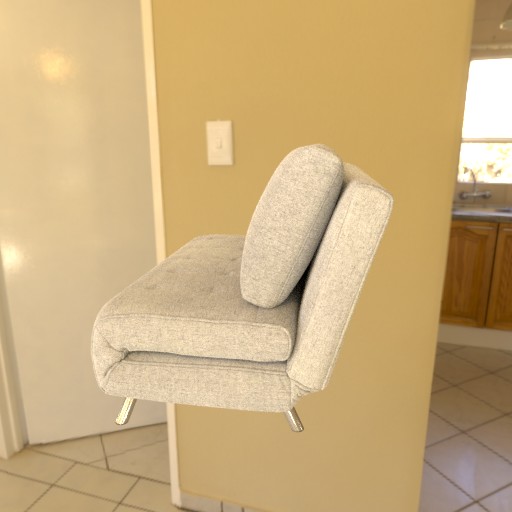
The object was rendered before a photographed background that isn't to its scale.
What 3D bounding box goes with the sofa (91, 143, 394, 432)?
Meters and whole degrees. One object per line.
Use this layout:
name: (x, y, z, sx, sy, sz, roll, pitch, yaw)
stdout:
sofa: (0.000, 0.000, 1.858, 0.910, 0.910, 1.220, 2, 15, 8)
